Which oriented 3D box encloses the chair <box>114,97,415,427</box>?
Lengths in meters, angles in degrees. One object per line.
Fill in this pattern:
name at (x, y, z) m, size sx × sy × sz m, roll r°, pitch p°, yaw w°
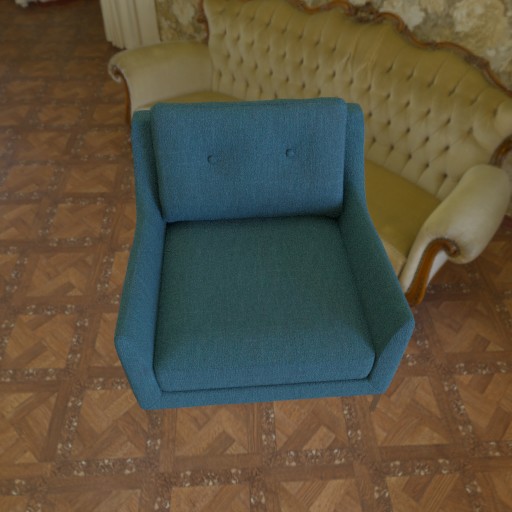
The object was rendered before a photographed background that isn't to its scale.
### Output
chair at (0.000, 0.000, 1.551) m, size 0.847 × 0.828 × 0.849 m, roll -3°, pitch 46°, yaw -3°
